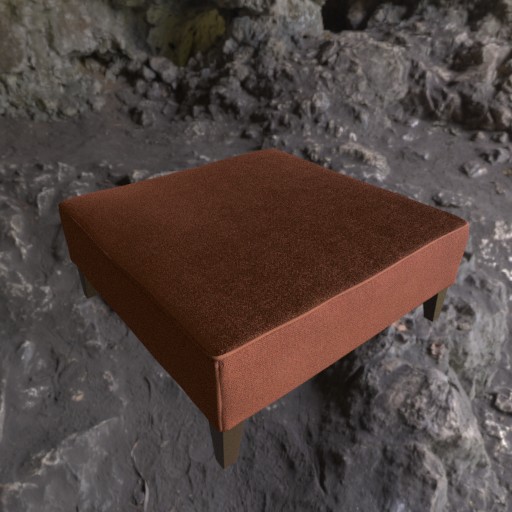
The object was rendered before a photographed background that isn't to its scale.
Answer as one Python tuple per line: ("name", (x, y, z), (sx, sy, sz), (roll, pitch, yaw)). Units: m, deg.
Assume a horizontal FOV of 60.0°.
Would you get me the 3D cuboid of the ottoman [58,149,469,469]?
("ottoman", (0.000, 0.000, 1.549), (0.997, 0.438, 0.999), (-22, 37, -32))
